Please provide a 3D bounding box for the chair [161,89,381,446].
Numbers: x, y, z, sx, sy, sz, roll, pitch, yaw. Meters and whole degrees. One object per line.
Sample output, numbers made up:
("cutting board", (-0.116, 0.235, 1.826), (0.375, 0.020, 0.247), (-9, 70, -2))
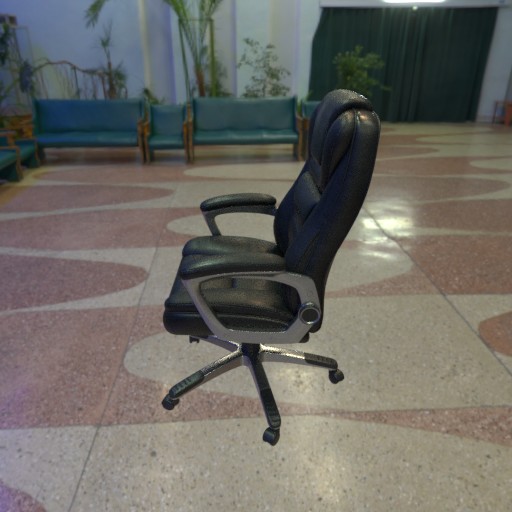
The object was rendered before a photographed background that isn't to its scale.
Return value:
("chair", (0.000, 0.000, 1.540), (0.689, 1.075, 0.697), (0, 25, 0))
